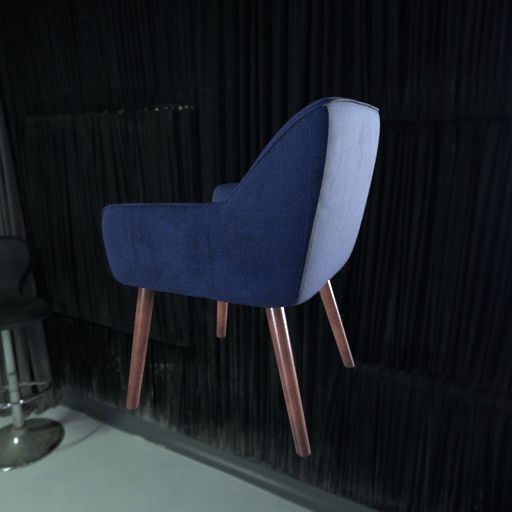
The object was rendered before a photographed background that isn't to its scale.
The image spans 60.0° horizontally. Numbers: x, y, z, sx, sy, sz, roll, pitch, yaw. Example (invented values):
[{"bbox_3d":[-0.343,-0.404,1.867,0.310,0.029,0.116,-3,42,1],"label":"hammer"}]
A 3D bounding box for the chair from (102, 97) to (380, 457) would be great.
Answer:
[{"bbox_3d":[0.000,0.000,1.275,0.600,0.820,0.600,7,16,24],"label":"chair"}]
